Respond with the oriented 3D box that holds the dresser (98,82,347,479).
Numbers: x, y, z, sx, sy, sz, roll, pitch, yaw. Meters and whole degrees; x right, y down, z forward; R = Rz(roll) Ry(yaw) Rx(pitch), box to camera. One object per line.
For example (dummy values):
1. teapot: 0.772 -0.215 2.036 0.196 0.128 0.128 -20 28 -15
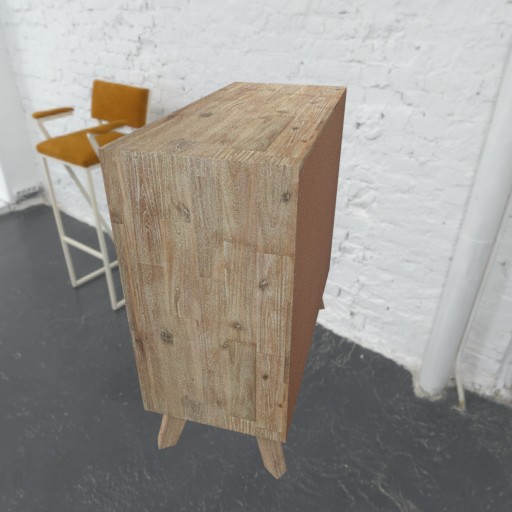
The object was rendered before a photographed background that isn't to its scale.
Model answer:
1. dresser: 0.000 0.000 1.603 0.455 1.029 0.998 8 31 13
